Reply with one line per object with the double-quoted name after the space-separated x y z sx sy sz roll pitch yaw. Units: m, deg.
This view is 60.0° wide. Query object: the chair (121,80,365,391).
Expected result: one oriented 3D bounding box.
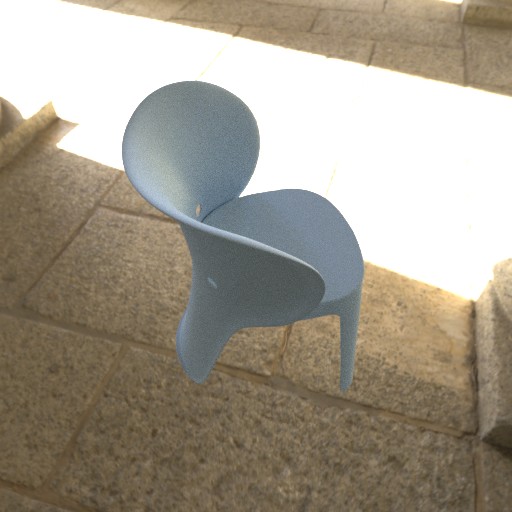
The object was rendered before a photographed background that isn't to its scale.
0.000 0.000 0.873 0.402 0.554 0.451 -9 48 -8 "chair"
